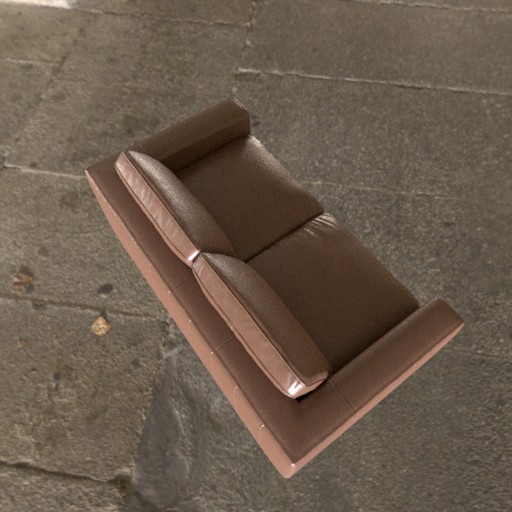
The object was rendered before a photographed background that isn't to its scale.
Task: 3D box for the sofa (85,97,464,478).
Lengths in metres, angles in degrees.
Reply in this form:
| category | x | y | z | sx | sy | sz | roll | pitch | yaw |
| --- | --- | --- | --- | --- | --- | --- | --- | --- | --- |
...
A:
| category | x | y | z | sx | sy | sz | roll | pitch | yaw |
| --- | --- | --- | --- | --- | --- | --- | --- | --- | --- |
| sofa | 0.000 | 0.000 | 2.428 | 1.070 | 0.800 | 1.920 | -32 | 65 | -17 |
